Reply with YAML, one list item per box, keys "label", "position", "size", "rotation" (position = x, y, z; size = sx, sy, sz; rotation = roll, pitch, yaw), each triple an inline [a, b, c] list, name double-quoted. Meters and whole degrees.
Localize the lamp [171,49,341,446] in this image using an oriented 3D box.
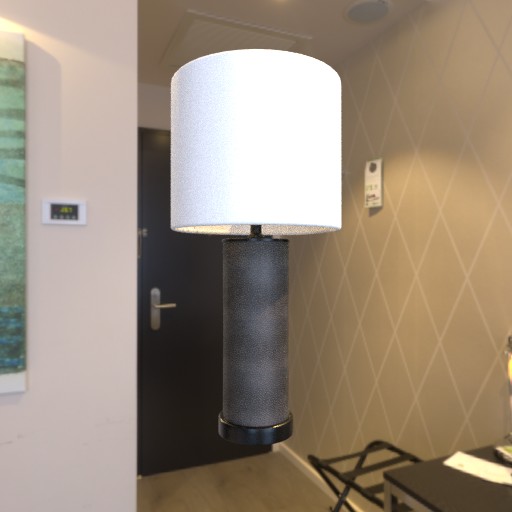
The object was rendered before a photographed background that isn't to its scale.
- label: "lamp"
  position: [0.000, 0.000, 0.808]
  size: [0.305, 0.634, 0.305]
  rotation: [0, 0, 36]
